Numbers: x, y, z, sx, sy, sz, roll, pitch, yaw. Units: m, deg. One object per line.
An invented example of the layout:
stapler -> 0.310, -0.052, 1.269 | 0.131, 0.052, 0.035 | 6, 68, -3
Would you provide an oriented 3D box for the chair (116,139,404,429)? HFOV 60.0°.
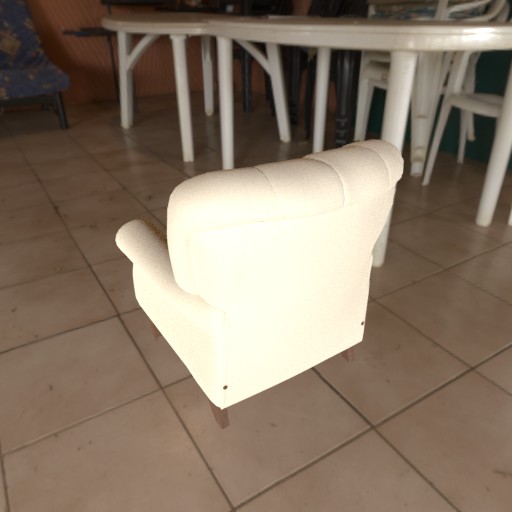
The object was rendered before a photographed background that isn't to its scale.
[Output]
chair -> 0.000, 0.000, 2.089 | 1.035, 1.169, 1.132 | -18, 34, -29
